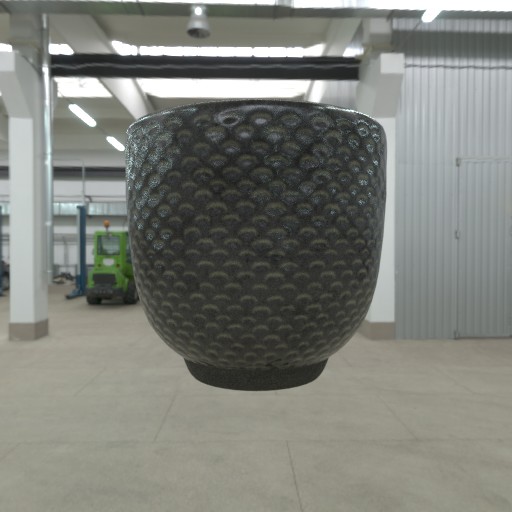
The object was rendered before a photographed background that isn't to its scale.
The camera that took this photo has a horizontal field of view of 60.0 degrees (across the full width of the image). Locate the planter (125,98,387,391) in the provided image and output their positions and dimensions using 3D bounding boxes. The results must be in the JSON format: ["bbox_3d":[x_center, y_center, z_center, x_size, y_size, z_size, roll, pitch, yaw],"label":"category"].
[{"bbox_3d":[0.000,0.000,0.305,0.172,0.160,0.172,0,1,0],"label":"planter"}]
